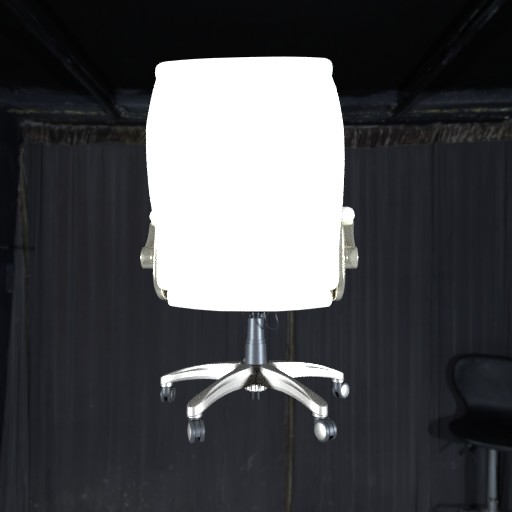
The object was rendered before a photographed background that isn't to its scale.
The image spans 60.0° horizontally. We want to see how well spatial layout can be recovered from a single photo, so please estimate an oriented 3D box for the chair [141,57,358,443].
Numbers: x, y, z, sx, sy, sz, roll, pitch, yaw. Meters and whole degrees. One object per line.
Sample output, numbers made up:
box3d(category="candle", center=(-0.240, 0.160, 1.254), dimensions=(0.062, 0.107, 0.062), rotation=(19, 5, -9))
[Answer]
box3d(category="chair", center=(0.000, 0.000, 1.599), dimensions=(0.740, 1.110, 0.794), rotation=(0, -1, 0))
